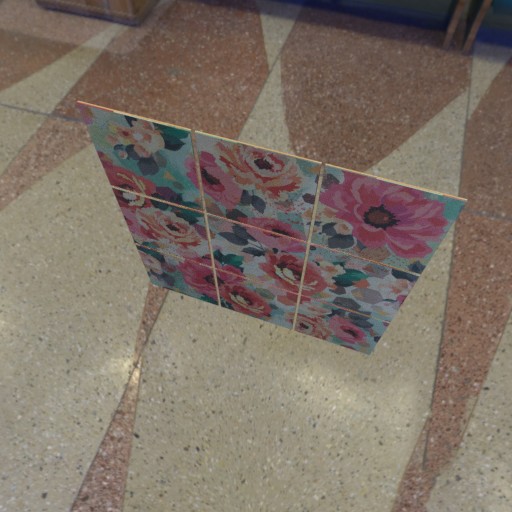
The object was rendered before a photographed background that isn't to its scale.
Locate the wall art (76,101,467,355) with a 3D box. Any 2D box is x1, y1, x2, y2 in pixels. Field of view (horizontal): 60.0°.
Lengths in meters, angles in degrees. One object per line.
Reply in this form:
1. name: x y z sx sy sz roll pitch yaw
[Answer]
1. wall art: 0.000 0.000 2.283 1.521 1.519 0.013 17 59 10
